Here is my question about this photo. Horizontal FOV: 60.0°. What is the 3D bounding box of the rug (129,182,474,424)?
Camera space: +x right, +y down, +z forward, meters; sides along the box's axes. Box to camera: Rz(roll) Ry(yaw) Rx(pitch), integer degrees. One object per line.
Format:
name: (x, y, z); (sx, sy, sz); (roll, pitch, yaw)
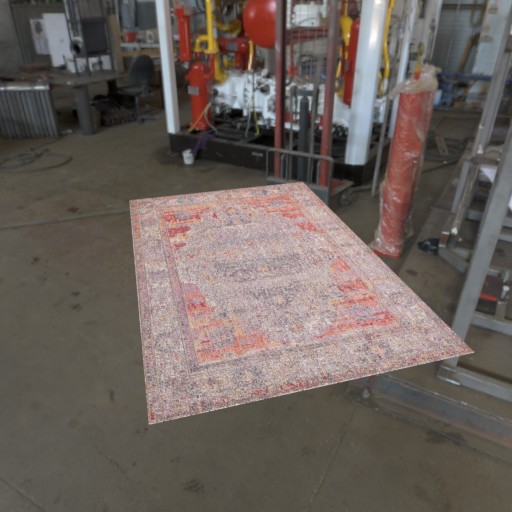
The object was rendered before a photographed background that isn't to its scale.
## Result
rug: (0.000, 0.000, 2.305); (1.219, 0.005, 1.829); (-8, 32, -13)
